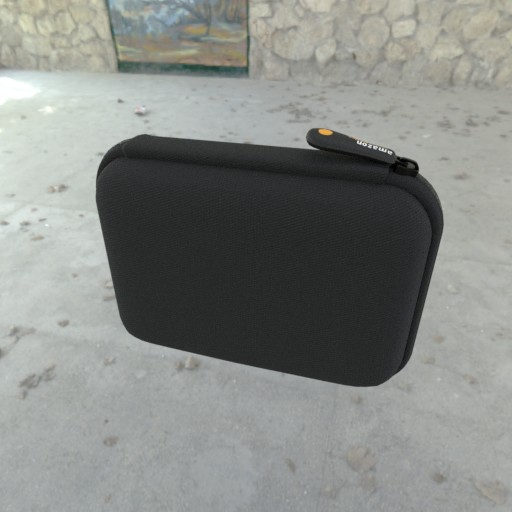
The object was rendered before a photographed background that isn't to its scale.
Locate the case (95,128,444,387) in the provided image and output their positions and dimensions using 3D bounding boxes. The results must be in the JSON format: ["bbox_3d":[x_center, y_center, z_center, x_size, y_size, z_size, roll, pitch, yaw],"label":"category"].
[{"bbox_3d":[0.000,0.000,0.178,0.132,0.105,0.038,9,33,14],"label":"case"}]
